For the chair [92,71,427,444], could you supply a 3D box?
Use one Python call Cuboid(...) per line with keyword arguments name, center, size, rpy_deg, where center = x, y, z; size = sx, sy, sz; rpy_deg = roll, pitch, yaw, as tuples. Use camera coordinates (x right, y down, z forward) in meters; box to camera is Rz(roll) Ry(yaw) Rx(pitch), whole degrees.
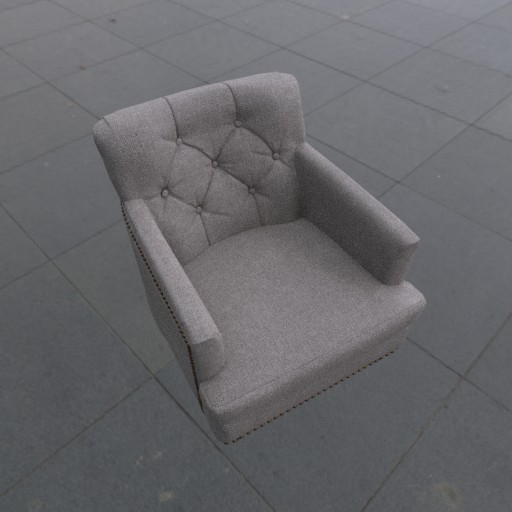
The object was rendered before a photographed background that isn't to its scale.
Cuboid(name="chair", center=(0.000, 0.000, 1.492), size=(0.737, 0.823, 0.902), rpy_deg=(-23, 51, -19))
